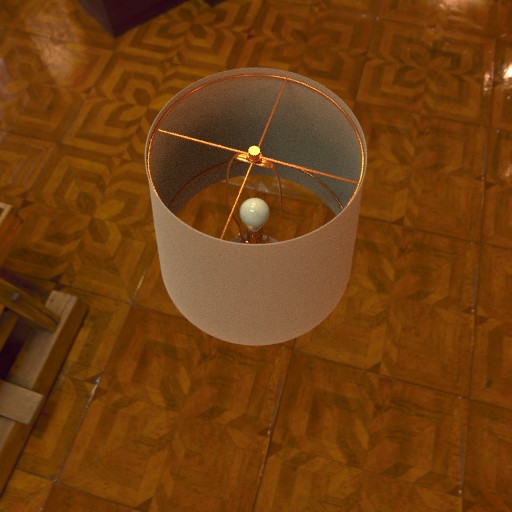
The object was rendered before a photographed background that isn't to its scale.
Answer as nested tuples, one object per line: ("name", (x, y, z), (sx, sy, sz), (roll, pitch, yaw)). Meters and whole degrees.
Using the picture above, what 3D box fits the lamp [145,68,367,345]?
("lamp", (0.000, 0.000, 0.451), (0.189, 0.340, 0.189), (0, 64, 0))
